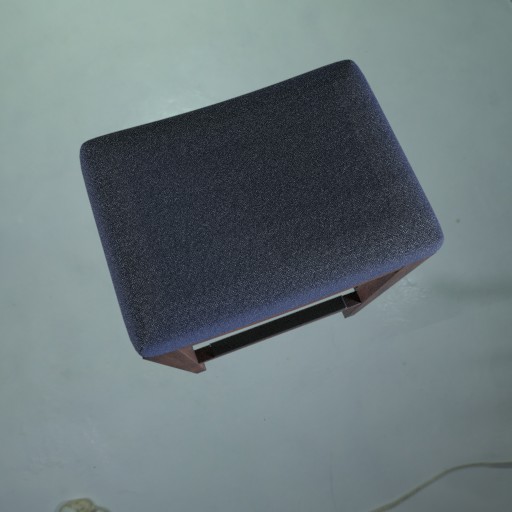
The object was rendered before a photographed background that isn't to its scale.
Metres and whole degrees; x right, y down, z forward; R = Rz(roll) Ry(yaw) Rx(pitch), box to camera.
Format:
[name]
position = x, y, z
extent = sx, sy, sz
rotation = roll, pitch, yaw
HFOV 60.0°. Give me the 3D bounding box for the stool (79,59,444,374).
[stool]
position = 0.000, 0.000, 1.010
extent = 0.498, 0.740, 0.358
rotation = -19, 75, -5
